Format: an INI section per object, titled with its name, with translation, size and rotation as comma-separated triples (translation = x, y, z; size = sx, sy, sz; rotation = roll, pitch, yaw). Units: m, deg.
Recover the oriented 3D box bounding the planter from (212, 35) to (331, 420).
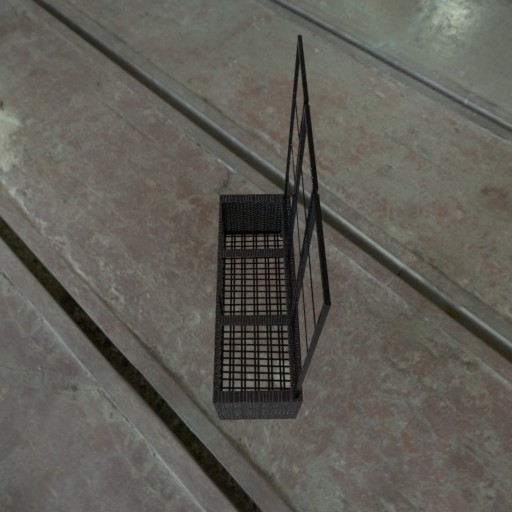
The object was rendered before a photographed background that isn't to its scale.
[planter]
translation = 0.000, 0.000, 1.201
size = 0.244, 0.841, 0.699
rotation = -1, 60, 0
